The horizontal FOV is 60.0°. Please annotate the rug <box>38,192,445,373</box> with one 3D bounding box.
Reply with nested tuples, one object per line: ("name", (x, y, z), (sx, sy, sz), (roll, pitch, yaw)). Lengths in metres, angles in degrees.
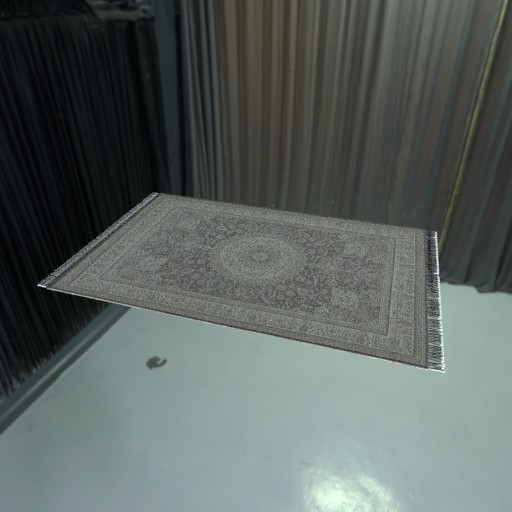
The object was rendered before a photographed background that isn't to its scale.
("rug", (0.000, 0.000, 3.111), (2.440, 0.010, 1.528), (10, 33, 15))
